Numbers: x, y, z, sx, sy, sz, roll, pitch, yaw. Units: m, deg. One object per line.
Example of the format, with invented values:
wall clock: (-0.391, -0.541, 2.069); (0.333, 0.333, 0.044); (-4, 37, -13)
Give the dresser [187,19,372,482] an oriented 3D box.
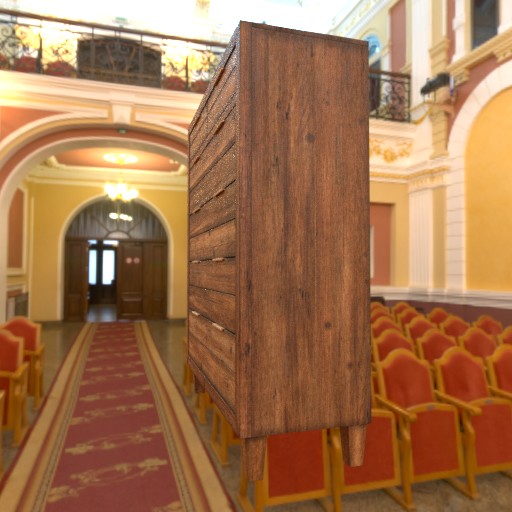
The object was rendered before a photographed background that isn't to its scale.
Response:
dresser: (0.000, 0.000, 1.855); (0.438, 1.359, 1.067); (1, -2, -17)
